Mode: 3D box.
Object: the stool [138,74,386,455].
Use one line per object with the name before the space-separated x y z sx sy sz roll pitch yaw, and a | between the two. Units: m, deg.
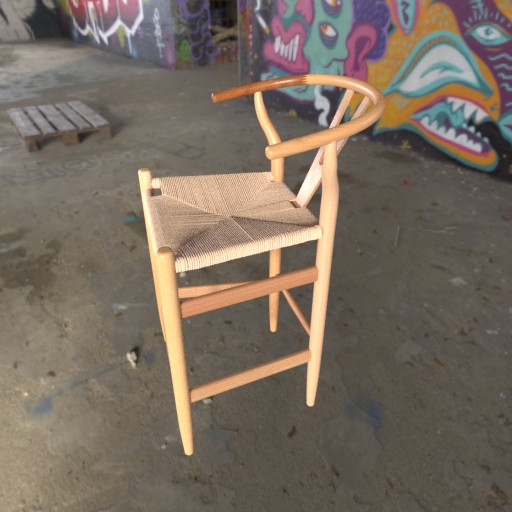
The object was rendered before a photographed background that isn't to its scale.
stool | 0.000 0.000 1.272 0.575 0.923 0.536 -9 33 -14
